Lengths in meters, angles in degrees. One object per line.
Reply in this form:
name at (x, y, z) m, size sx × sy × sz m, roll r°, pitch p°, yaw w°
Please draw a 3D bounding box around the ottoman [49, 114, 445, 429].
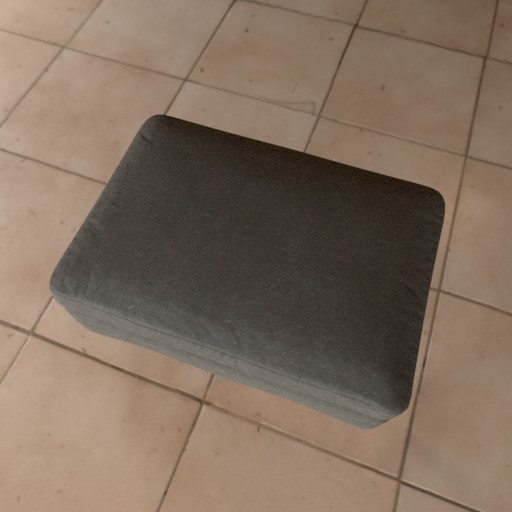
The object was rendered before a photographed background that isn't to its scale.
ottoman at (0.000, 0.000, 1.615) m, size 1.199 × 0.429 × 0.840 m, roll 17°, pitch 65°, yaw 8°
